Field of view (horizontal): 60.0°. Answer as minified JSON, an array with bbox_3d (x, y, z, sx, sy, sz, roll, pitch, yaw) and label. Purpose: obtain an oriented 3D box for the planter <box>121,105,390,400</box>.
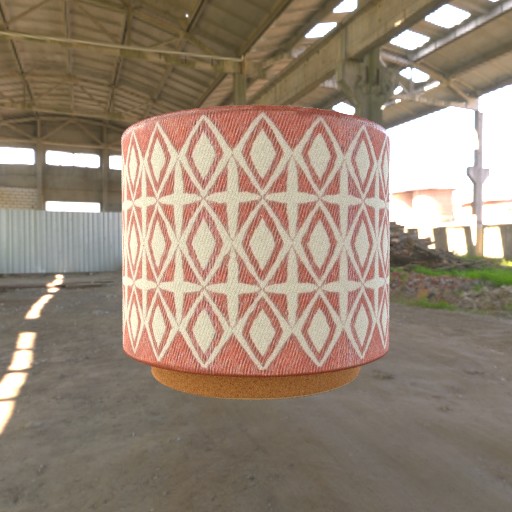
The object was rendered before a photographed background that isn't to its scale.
[{"bbox_3d":[0.000,0.000,0.473,0.273,0.237,0.273,0,1,0],"label":"planter"}]
